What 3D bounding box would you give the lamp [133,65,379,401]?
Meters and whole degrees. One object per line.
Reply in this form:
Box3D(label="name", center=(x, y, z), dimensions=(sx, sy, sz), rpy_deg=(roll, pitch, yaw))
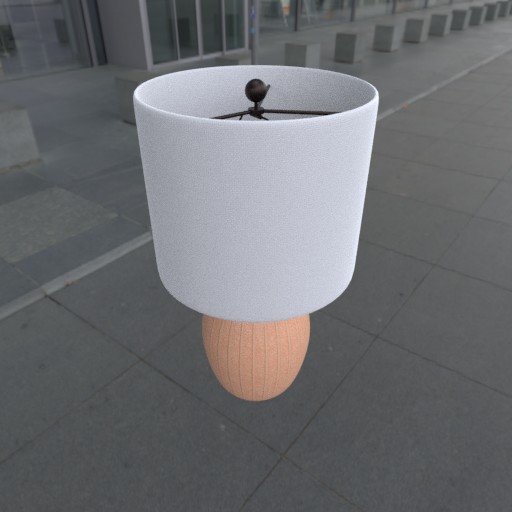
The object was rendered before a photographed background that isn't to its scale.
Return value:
Box3D(label="lamp", center=(0.000, 0.000, 0.754), dimensions=(0.329, 0.570, 0.329), rpy_deg=(0, 33, 0))
